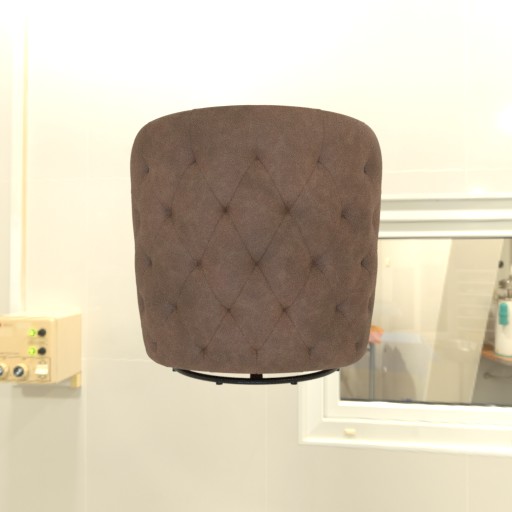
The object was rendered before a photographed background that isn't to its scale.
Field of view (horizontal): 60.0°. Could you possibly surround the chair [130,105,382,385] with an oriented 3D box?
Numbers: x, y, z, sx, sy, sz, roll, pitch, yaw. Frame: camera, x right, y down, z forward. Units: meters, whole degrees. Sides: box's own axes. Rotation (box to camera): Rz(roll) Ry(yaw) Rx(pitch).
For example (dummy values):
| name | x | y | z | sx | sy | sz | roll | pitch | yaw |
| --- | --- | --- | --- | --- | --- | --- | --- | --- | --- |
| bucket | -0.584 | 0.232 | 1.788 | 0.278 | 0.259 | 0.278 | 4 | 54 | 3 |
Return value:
| name | x | y | z | sx | sy | sz | roll | pitch | yaw |
| --- | --- | --- | --- | --- | --- | --- | --- | --- | --- |
| chair | 0.000 | 0.000 | 1.577 | 0.850 | 0.790 | 0.870 | 0 | 0 | 0 |
